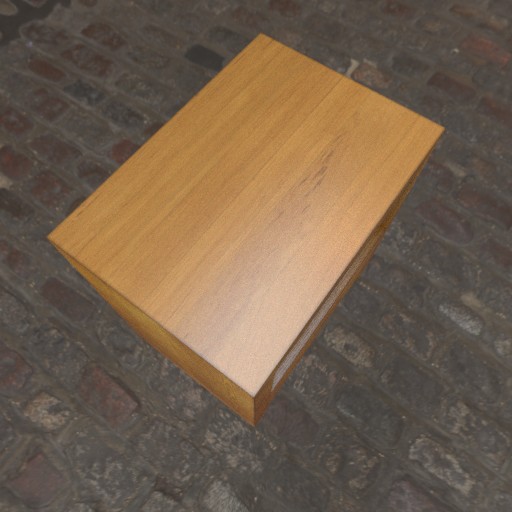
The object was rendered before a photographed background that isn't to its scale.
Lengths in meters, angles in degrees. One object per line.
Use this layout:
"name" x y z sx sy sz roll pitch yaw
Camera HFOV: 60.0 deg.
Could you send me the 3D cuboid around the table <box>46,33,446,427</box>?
"table" 0.000 0.000 0.989 0.400 0.605 0.550 34 70 14
